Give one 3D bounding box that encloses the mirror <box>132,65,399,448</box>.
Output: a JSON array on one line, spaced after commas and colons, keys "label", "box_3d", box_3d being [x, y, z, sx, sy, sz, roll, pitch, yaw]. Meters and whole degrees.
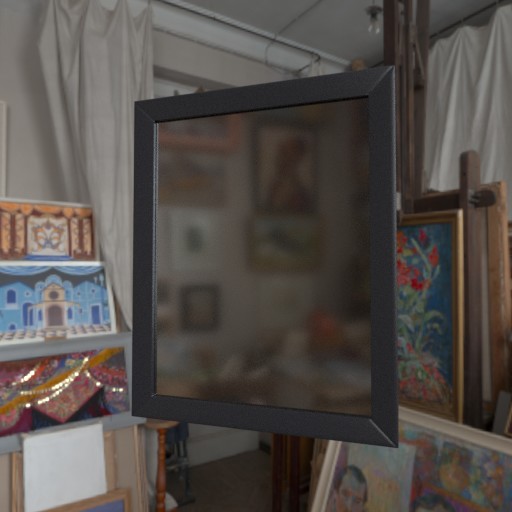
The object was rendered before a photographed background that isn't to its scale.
[{"label": "mirror", "box_3d": [0.000, 0.000, 0.669, 0.405, 0.508, 0.041, -1, -2, 18]}]
